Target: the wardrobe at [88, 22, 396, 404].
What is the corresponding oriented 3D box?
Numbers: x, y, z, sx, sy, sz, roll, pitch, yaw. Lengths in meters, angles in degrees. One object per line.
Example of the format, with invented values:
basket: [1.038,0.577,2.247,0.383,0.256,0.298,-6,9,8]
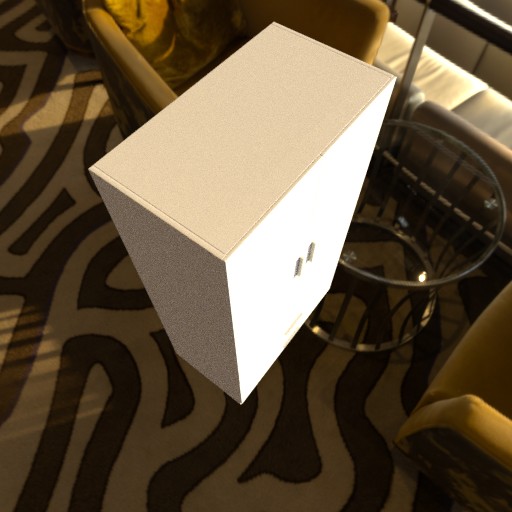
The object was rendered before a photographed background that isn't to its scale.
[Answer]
wardrobe: [0.000,0.000,2.285,0.577,1.808,0.991,33,65,18]
